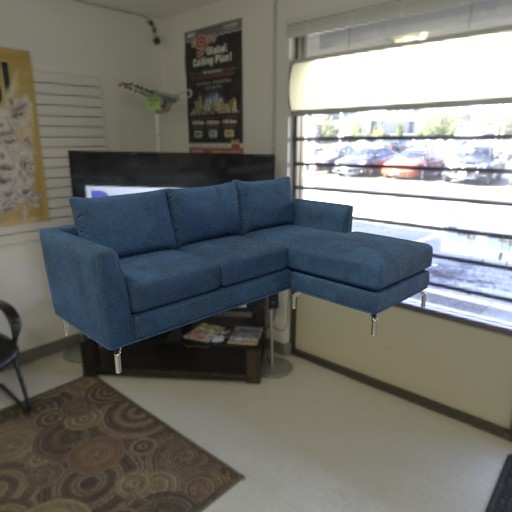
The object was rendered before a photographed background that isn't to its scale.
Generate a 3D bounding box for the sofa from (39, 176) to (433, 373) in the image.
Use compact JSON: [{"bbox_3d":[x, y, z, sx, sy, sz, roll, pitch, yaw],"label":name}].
[{"bbox_3d":[0.000,0.000,3.253,2.438,0.987,1.622,-14,20,-43],"label":"sofa"}]
